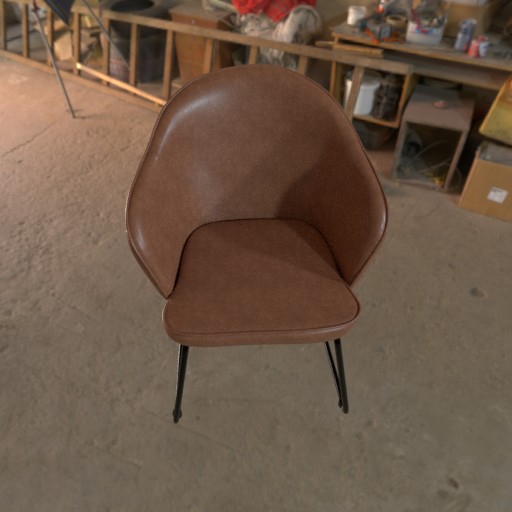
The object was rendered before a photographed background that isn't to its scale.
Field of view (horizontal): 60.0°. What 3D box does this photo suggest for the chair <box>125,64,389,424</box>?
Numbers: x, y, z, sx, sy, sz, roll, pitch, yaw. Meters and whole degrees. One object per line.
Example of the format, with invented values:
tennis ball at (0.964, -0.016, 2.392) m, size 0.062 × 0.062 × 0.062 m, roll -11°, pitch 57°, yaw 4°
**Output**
chair at (0.000, 0.000, 1.187) m, size 0.582 × 0.785 × 0.580 m, roll -3°, pitch 46°, yaw -3°
